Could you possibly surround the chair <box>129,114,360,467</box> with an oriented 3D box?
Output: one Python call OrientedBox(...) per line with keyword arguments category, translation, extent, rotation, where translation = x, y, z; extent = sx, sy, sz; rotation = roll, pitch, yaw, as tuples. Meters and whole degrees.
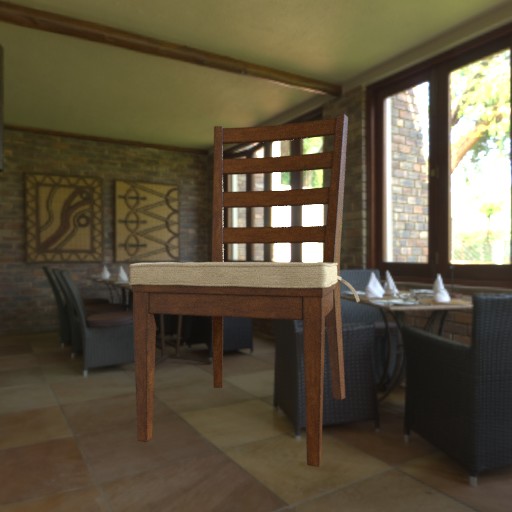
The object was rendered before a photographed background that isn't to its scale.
OrientedBox(category="chair", translation=(0.000, 0.000, 1.365), extent=(0.593, 0.979, 0.595), rotation=(0, 0, 17))
